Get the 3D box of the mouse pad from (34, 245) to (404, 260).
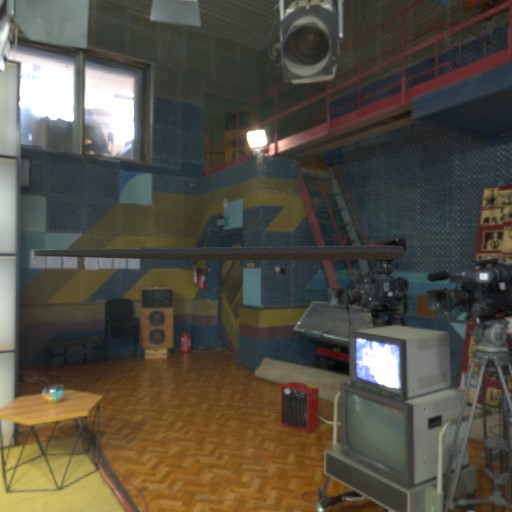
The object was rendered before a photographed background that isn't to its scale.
[{"bbox_3d":[0.000,0.000,0.324,0.203,0.003,0.229,0,-1,18],"label":"mouse pad"}]
